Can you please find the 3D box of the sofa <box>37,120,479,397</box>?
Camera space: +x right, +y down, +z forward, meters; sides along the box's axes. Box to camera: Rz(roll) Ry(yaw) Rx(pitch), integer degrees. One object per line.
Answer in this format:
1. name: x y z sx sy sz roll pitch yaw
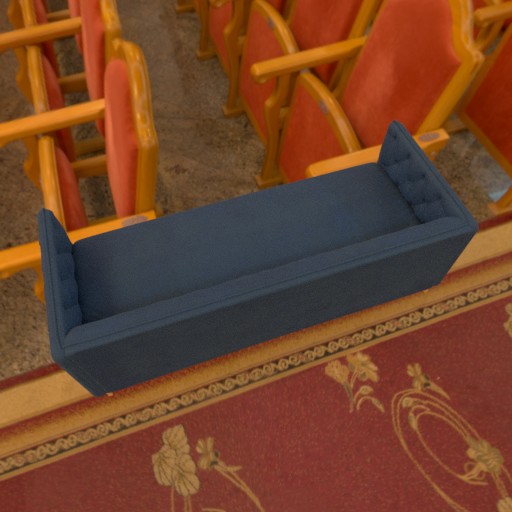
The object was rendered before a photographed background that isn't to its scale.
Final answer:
1. sofa: 0.000 0.000 2.623 2.209 0.771 0.895 -16 59 -10
